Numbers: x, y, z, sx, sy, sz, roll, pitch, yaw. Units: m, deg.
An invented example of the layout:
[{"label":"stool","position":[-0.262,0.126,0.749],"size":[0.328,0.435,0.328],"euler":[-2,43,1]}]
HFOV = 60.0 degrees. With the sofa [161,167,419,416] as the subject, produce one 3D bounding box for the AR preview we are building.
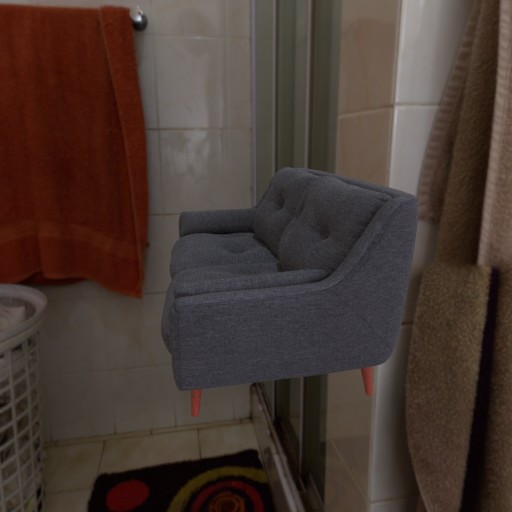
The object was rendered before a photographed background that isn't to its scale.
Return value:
[{"label":"sofa","position":[0.000,0.000,2.456],"size":[0.975,0.896,1.929],"euler":[-2,15,-8]}]
